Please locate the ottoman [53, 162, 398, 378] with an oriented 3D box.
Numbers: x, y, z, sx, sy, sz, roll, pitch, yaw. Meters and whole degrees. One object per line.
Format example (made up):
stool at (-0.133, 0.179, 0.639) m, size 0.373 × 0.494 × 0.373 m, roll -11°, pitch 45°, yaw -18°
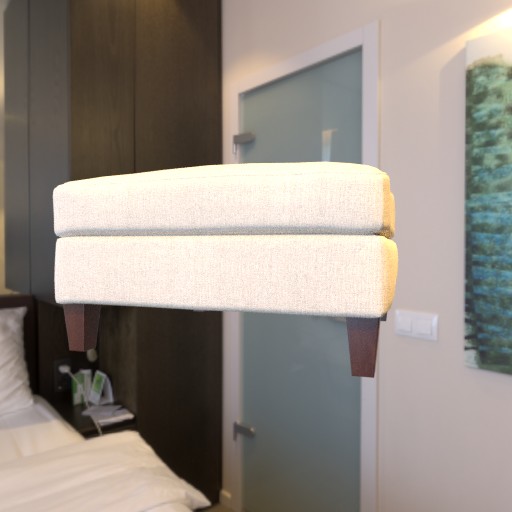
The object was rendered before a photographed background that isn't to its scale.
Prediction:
ottoman at (0.000, 0.000, 1.382) m, size 0.838 × 0.478 × 0.838 m, roll 0°, pitch 1°, yaw 18°
